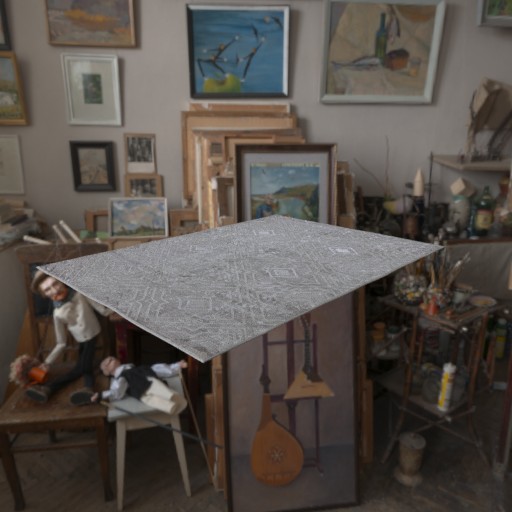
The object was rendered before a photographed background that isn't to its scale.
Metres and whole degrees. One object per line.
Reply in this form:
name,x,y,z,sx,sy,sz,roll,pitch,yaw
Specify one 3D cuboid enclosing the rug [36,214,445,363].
rug,0.000,0.000,4.453,2.448,0.020,3.359,16,23,42
